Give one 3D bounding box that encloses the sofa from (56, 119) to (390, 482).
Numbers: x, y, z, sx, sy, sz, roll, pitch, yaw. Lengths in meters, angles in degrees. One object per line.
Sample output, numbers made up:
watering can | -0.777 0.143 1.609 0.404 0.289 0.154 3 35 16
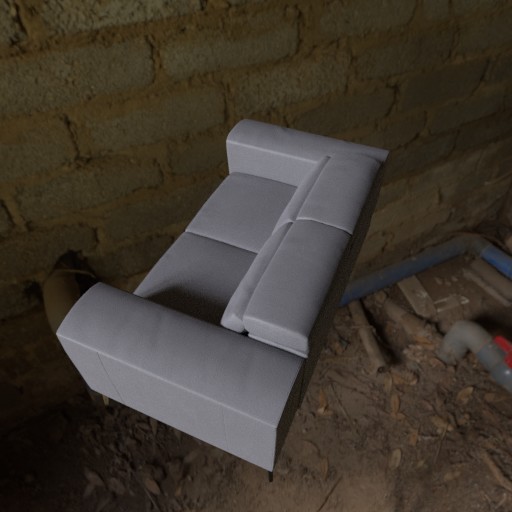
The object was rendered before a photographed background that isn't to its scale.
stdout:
sofa | 0.000 0.000 2.425 1.003 0.779 1.895 18 49 16
